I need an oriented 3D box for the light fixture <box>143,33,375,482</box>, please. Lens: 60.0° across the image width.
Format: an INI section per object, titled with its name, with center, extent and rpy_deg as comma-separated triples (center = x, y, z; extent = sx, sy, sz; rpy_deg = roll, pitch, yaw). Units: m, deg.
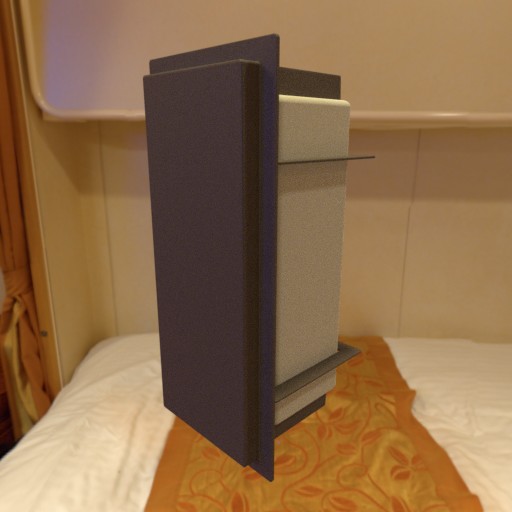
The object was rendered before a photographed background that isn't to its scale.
[light fixture]
center = 0.000, 0.000, 0.419
extent = 0.146, 0.347, 0.153
rpy_deg = -15, 21, -42
